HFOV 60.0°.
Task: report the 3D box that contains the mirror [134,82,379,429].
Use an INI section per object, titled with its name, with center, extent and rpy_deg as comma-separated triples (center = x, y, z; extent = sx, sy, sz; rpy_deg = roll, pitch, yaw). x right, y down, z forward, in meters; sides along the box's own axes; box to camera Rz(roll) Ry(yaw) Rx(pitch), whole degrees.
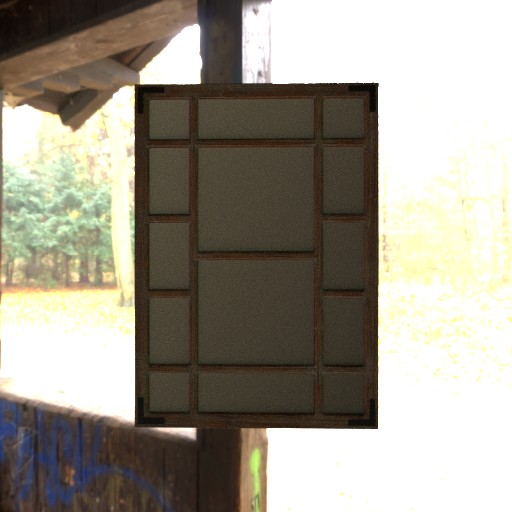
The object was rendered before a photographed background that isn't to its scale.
[mirror]
center = 0.000, 0.000, 1.286
extent = 0.705, 0.996, 0.025
rpy_deg = 0, 0, 1
